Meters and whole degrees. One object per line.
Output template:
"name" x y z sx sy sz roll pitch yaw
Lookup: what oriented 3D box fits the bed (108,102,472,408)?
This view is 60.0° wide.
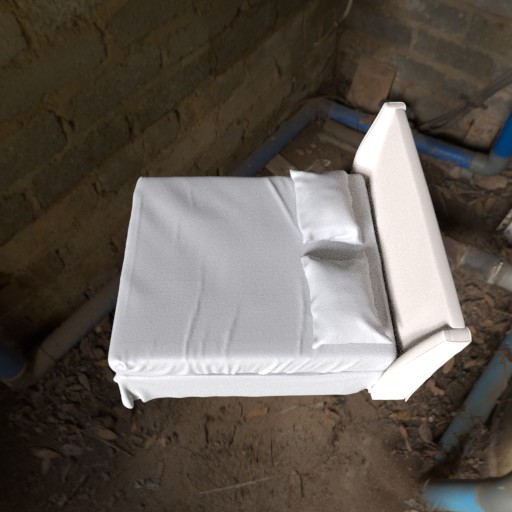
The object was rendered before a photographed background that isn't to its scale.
"bed" 0.000 0.000 3.365 2.276 1.332 1.925 -1 58 0
